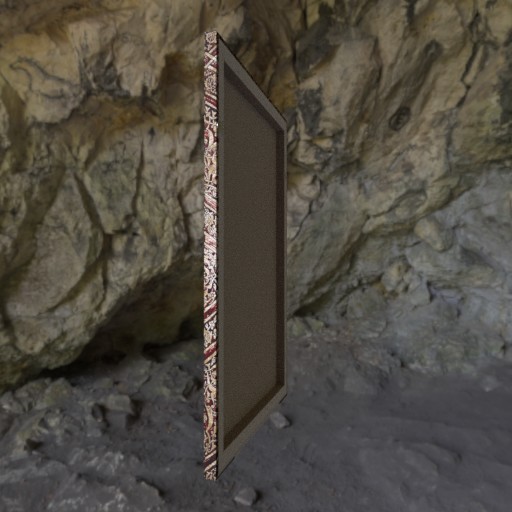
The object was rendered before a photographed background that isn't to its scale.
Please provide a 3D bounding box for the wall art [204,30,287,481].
[{"bbox_3d":[0.000,0.000,0.780,0.020,0.599,0.397,0,-1,18],"label":"wall art"}]
